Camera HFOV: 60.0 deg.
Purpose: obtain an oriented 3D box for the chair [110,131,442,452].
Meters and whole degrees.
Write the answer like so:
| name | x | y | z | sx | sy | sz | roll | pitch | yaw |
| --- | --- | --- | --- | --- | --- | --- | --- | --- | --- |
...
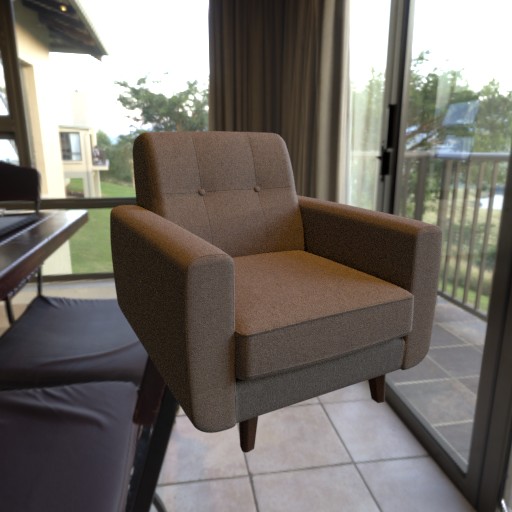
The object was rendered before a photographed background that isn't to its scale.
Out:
| name | x | y | z | sx | sy | sz | roll | pitch | yaw |
| --- | --- | --- | --- | --- | --- | --- | --- | --- | --- |
| chair | 0.000 | 0.000 | 1.530 | 0.831 | 0.839 | 0.907 | -8 | 17 | -28 |
